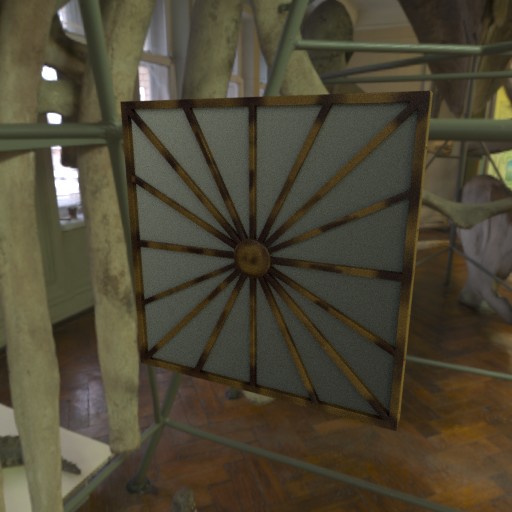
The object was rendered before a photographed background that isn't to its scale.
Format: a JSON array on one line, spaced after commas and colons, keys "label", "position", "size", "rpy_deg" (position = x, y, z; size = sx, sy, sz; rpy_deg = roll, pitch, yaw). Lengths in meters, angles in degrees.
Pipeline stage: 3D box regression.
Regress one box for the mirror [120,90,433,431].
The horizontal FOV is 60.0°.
[{"label": "mirror", "position": [0.000, 0.000, 0.752], "size": [0.509, 0.507, 0.042], "rpy_deg": [7, 17, 24]}]
